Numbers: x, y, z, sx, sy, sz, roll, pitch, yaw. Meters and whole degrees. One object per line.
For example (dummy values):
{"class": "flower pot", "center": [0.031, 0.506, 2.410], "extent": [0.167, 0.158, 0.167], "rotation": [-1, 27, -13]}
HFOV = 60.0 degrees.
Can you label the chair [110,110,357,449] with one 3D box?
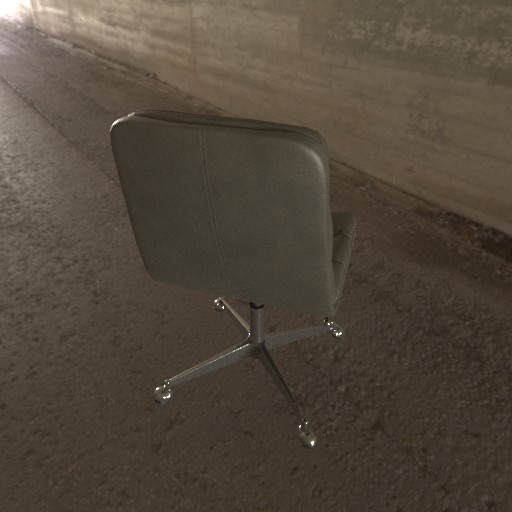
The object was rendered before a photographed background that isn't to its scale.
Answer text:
{"class": "chair", "center": [0.000, 0.000, 1.017], "extent": [0.422, 0.738, 0.485], "rotation": [10, 34, 15]}
